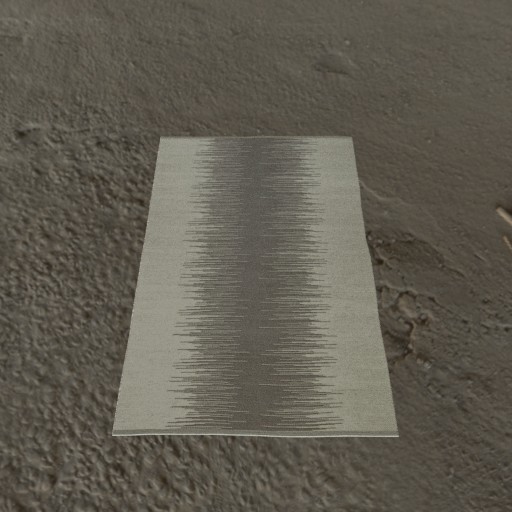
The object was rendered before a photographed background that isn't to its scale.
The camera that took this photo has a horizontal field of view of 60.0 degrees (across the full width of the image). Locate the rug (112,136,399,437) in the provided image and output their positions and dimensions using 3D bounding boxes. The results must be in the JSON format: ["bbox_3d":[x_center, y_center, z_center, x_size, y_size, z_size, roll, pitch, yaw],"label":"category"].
[{"bbox_3d":[0.000,0.000,2.369,1.226,0.007,1.815,0,58,0],"label":"rug"}]
